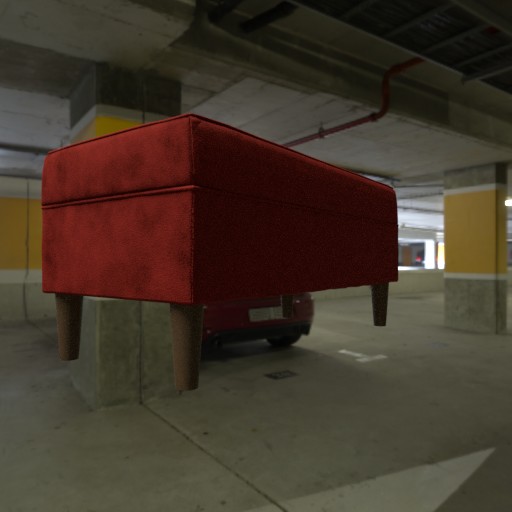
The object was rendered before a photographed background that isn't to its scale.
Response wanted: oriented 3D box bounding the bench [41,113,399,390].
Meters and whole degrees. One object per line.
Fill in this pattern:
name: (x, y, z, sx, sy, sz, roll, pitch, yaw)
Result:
bench: (0.000, 0.000, 1.261, 0.492, 0.471, 1.016, 0, -1, 37)
